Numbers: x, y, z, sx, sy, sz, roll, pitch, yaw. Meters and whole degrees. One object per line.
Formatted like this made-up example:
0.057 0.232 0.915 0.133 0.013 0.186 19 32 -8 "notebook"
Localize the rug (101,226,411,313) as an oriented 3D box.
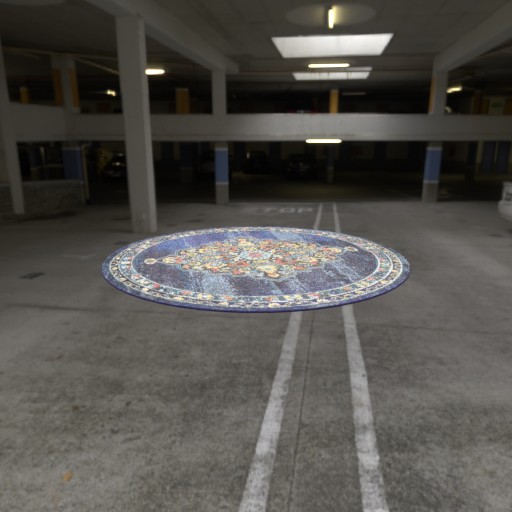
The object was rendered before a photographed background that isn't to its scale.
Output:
0.000 0.000 2.405 1.591 0.010 1.591 0 15 0 "rug"
